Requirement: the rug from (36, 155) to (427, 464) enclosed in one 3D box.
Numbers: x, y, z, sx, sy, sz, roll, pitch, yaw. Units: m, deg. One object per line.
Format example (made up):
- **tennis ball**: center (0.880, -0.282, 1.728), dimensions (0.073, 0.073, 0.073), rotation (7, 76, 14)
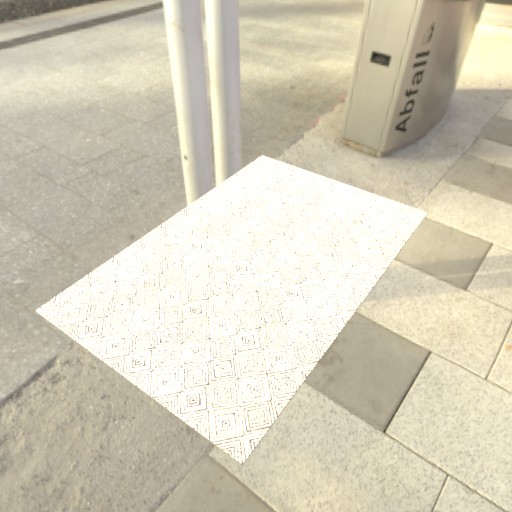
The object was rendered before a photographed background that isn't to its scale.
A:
- **rug**: center (0.000, 0.000, 2.290), dimensions (1.175, 0.008, 1.783), rotation (25, 47, 26)
